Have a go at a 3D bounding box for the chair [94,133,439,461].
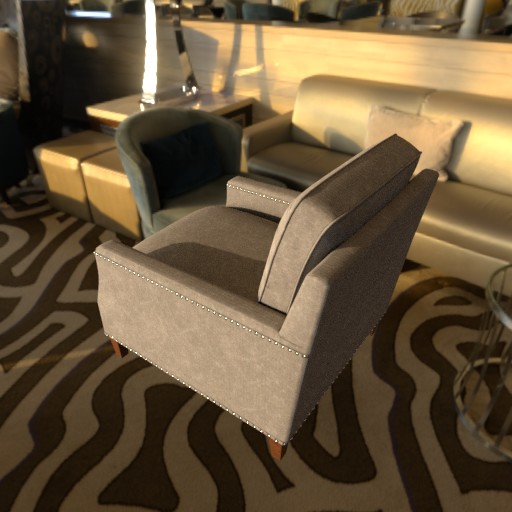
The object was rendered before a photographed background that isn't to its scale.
[{"bbox_3d":[0.000,0.000,1.716,1.014,0.948,0.853,21,38,30],"label":"chair"}]
